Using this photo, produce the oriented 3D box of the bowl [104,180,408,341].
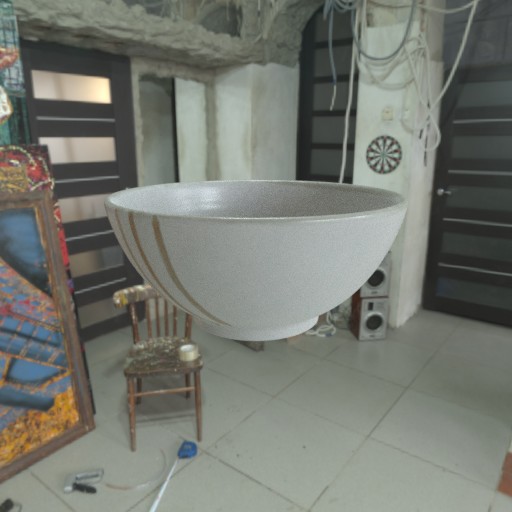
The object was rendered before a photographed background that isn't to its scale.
[{"bbox_3d":[0.000,0.000,0.426,0.268,0.121,0.268,0,15,0],"label":"bowl"}]
